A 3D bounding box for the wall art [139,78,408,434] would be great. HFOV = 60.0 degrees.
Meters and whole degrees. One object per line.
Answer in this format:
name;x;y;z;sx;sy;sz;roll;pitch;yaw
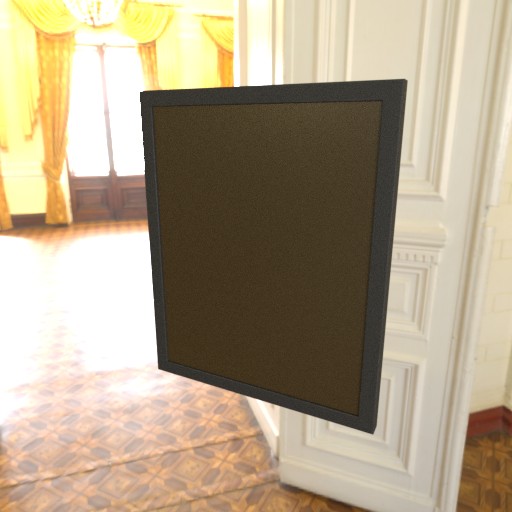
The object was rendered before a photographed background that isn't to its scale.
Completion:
wall art;0.000;0.000;0.777;0.457;0.558;0.028;8;18;26
